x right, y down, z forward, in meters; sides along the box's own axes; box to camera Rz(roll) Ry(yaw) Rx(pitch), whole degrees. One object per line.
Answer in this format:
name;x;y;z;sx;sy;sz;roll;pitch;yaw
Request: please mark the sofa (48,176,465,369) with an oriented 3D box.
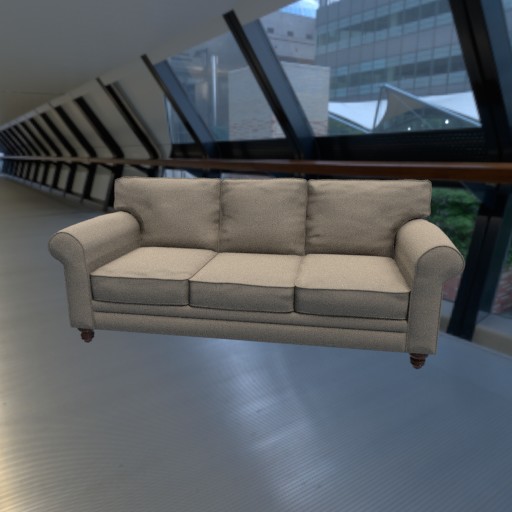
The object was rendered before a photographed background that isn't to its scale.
sofa;0.000;0.000;2.664;2.118;0.889;0.998;2;14;10
